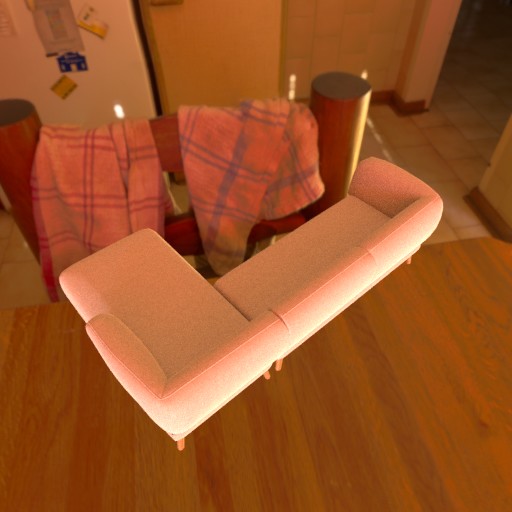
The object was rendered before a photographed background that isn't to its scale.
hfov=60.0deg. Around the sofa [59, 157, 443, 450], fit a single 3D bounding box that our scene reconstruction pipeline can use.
[{"bbox_3d":[0.000,0.000,3.395,2.660,0.730,1.610,-33,55,-27],"label":"sofa"}]
